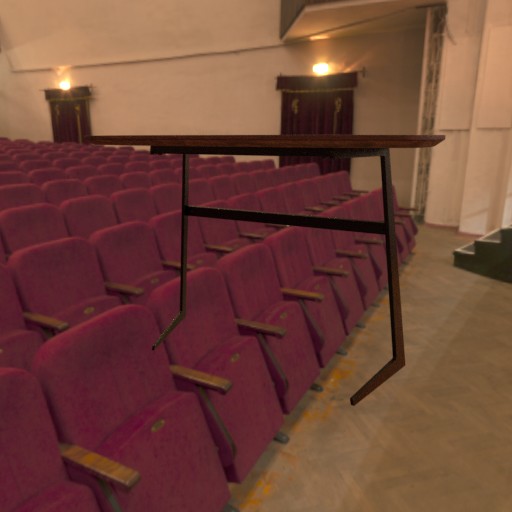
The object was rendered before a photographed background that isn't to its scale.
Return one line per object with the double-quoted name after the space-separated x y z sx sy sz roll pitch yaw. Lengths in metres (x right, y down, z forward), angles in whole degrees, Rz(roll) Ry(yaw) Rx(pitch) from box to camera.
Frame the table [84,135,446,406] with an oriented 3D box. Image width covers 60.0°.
0.000 0.000 1.097 0.804 0.576 0.361 8 17 27 "table"
